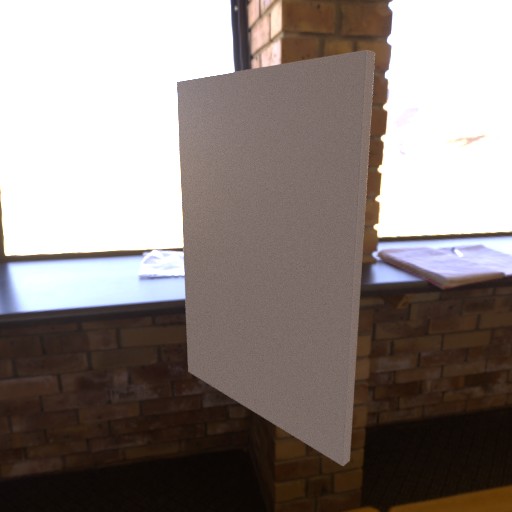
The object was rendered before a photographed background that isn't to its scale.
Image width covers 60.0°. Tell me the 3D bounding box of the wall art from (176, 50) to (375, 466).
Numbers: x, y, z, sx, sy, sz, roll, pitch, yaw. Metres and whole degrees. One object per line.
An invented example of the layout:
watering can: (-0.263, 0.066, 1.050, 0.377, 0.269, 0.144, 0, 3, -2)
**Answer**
wall art: (0.000, 0.000, 1.508, 0.038, 1.183, 0.808, -14, 20, -42)
